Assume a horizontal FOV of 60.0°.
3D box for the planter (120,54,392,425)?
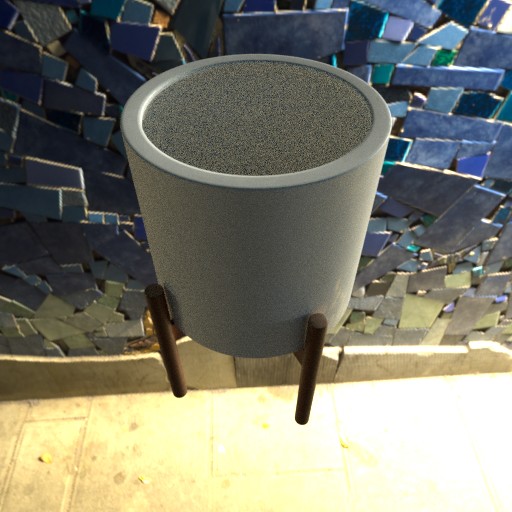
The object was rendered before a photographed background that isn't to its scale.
[{"bbox_3d":[0.000,0.000,0.935,0.417,0.670,0.417,9,47,8],"label":"planter"}]
